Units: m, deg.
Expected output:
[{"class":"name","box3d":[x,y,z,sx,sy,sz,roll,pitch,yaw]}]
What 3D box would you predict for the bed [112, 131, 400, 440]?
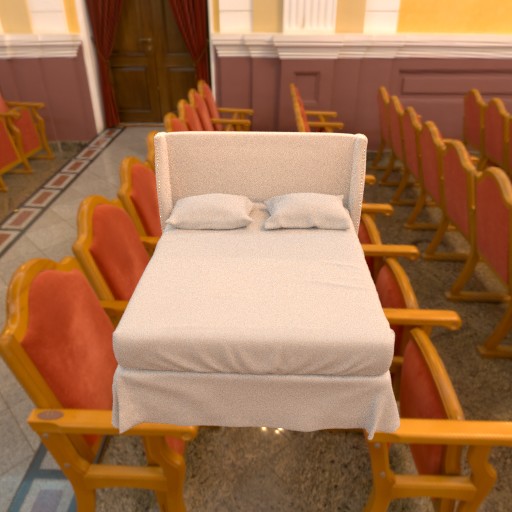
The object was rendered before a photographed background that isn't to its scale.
[{"class":"bed","box3d":[0.000,0.000,3.401,1.925,1.332,2.276,1,30,2]}]
